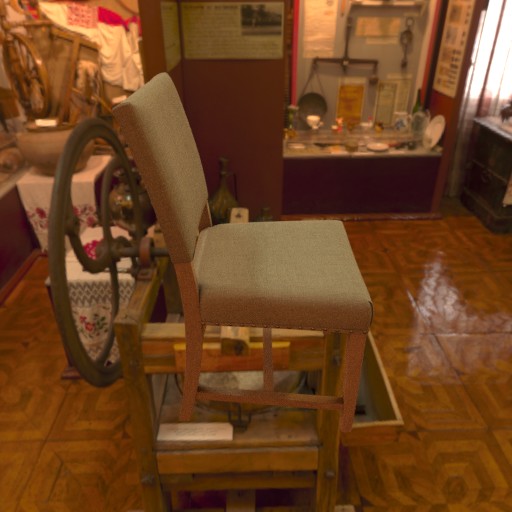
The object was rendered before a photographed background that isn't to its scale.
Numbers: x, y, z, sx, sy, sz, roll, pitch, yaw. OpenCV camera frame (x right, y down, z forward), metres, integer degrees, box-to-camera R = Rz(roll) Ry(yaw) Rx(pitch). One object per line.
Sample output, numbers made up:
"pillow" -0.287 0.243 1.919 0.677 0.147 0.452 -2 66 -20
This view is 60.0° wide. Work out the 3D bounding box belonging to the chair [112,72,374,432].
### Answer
"chair" 0.000 0.000 1.353 0.622 0.986 0.508 0 30 0
